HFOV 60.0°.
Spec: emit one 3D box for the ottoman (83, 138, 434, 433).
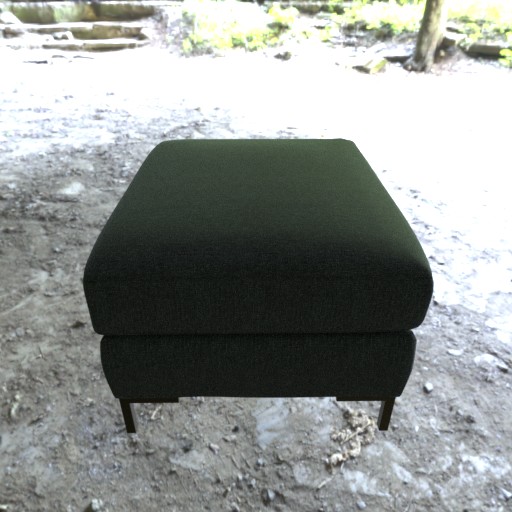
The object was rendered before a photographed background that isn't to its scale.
[{"bbox_3d":[0.000,0.000,1.292,0.695,0.533,0.831,0,32,-1],"label":"ottoman"}]
